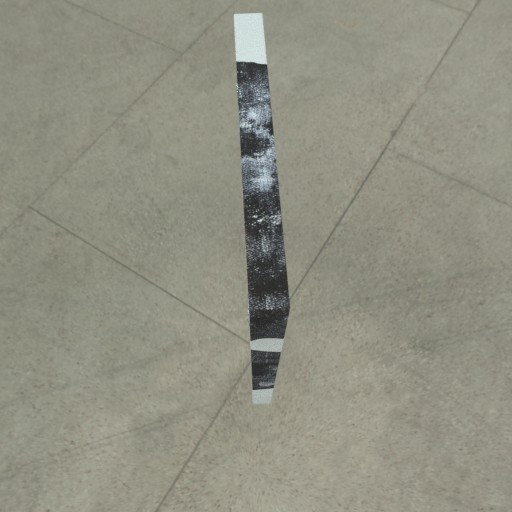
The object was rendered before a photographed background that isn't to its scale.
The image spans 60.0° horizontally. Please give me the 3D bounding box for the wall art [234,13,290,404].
[{"bbox_3d":[0.000,0.000,0.762,0.039,0.610,0.407,-3,64,-1],"label":"wall art"}]
